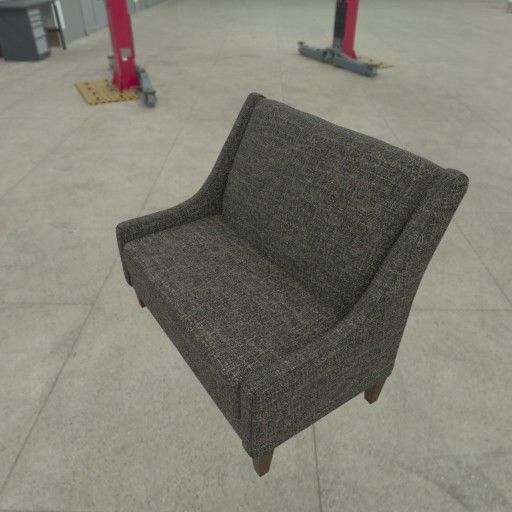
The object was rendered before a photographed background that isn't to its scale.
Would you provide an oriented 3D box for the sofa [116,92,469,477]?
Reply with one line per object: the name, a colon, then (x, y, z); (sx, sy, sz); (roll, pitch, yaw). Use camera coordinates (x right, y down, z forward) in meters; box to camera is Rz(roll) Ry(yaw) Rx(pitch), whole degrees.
sofa: (0.000, 0.000, 1.910); (0.870, 1.021, 1.242); (-21, 40, -27)
